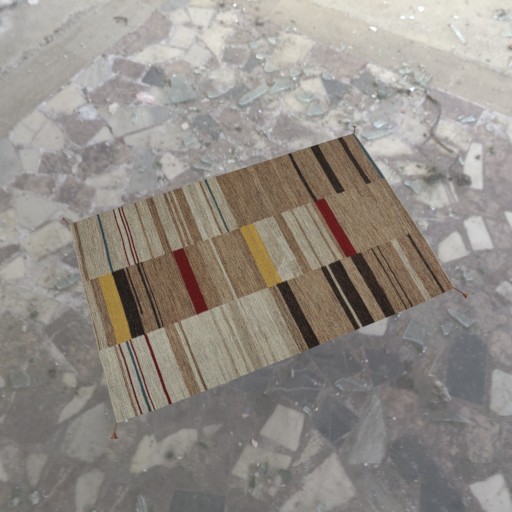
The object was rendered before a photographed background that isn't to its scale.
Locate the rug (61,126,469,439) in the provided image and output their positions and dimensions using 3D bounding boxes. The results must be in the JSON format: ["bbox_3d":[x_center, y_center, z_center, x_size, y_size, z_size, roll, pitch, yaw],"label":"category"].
[{"bbox_3d":[0.000,0.000,2.410,1.918,0.007,1.268,-20,65,-9],"label":"rug"}]
